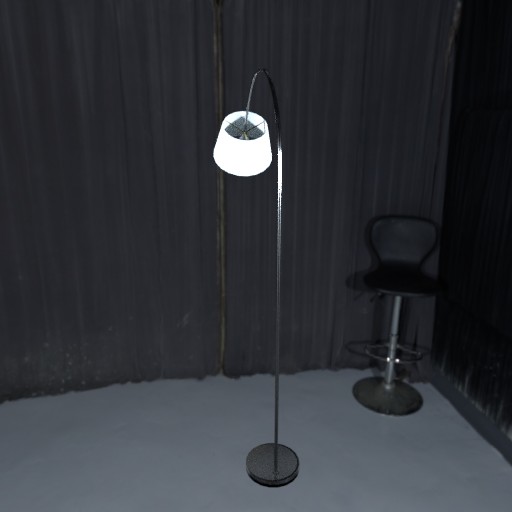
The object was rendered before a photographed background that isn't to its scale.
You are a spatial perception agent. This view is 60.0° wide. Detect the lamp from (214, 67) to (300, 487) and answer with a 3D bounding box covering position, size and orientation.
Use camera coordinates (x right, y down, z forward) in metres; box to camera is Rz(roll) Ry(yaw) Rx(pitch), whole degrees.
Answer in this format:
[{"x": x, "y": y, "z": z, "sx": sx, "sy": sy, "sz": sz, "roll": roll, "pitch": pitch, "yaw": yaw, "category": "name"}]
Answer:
[{"x": 0.000, "y": 0.000, "z": 2.706, "sx": 0.406, "sy": 2.098, "sz": 1.445, "roll": -3, "pitch": 16, "yaw": -9, "category": "lamp"}]
